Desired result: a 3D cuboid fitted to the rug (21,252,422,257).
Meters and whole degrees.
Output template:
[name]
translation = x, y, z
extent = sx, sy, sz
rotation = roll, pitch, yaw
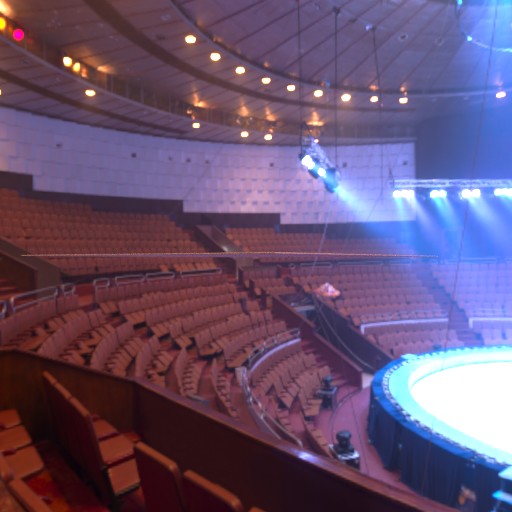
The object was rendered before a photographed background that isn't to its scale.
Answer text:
[rug]
translation = 0.000, 0.000, 4.077
extent = 2.454, 0.005, 3.067
rotation = 0, -1, 36
